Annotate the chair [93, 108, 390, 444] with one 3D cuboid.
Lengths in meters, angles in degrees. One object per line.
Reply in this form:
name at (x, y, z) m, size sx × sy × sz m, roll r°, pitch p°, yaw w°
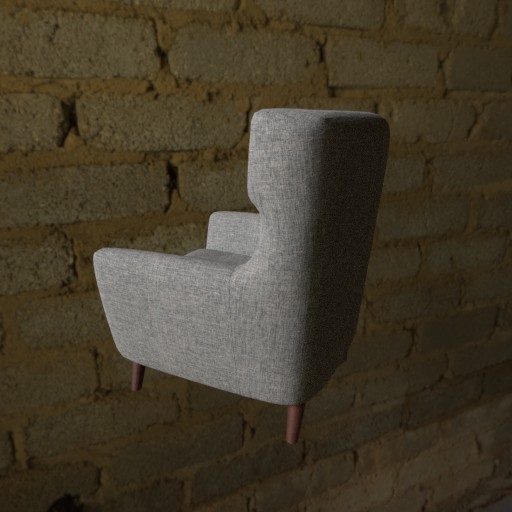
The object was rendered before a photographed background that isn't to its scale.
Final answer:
chair at (0.000, 0.000, 1.727) m, size 0.904 × 1.063 × 0.878 m, roll 8°, pitch 18°, yaw 26°
